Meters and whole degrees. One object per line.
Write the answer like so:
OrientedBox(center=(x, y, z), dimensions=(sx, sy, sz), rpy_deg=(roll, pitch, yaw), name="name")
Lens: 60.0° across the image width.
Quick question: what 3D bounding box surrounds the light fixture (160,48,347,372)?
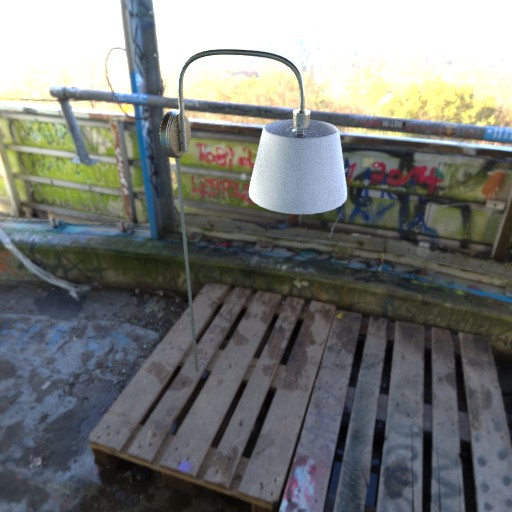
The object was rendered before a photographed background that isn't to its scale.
OrientedBox(center=(0.000, 0.000, 0.471), dimensions=(0.176, 0.399, 0.092), rpy_deg=(11, 32, 18), name="light fixture")
